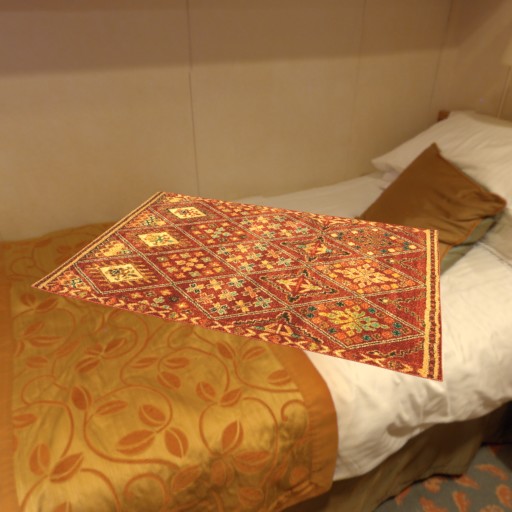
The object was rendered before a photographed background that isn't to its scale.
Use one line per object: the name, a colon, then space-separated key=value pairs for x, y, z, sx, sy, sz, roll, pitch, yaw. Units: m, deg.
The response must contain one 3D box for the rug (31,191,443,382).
rug: x=0.000 y=0.000 z=2.909 sx=2.286 sy=0.026 sz=1.521 roll=10 pitch=33 yaw=16
